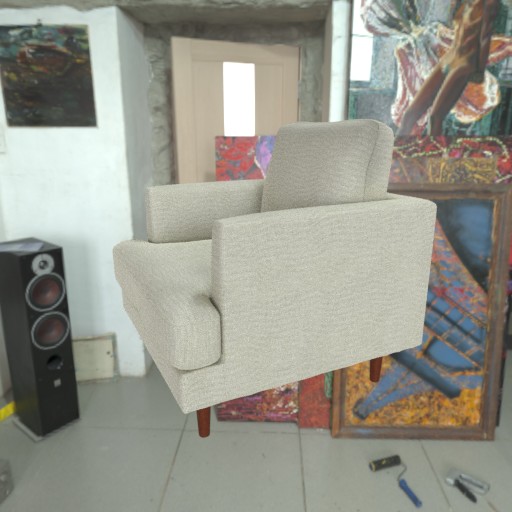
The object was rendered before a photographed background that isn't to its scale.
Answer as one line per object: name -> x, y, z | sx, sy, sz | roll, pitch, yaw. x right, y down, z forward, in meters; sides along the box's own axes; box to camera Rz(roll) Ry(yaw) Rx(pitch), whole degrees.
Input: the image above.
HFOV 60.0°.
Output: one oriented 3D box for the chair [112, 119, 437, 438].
chair -> 0.000, 0.000, 1.624 | 0.899, 0.957, 0.858 | -8, 18, -26
